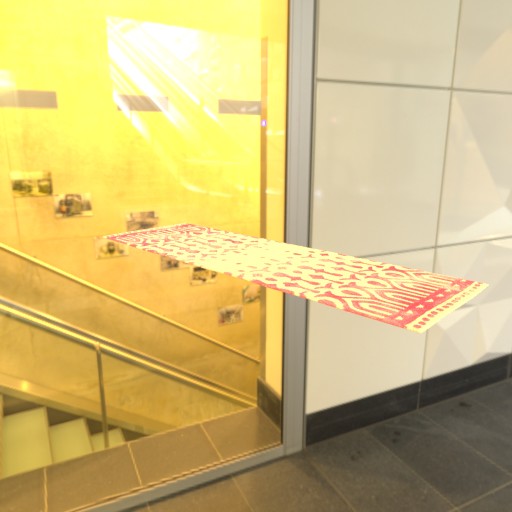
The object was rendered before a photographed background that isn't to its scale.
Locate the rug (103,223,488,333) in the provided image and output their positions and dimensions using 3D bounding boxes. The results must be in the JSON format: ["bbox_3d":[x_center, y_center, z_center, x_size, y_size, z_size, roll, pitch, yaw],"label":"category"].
[{"bbox_3d":[0.000,0.000,2.721,2.458,0.011,0.787,14,20,43],"label":"rug"}]
